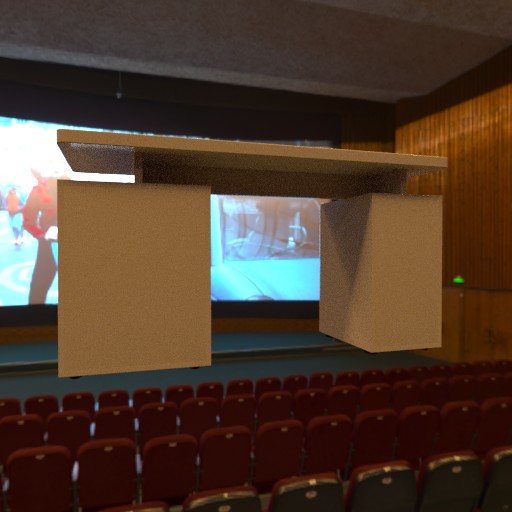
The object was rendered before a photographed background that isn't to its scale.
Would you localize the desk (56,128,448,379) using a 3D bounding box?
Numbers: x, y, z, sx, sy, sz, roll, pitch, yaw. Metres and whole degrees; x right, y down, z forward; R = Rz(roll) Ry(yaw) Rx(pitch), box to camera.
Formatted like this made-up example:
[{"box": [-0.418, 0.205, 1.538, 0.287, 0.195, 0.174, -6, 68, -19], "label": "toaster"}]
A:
[{"box": [0.000, 0.000, 1.768, 1.400, 0.762, 0.550, 0, 1, -17], "label": "desk"}]
